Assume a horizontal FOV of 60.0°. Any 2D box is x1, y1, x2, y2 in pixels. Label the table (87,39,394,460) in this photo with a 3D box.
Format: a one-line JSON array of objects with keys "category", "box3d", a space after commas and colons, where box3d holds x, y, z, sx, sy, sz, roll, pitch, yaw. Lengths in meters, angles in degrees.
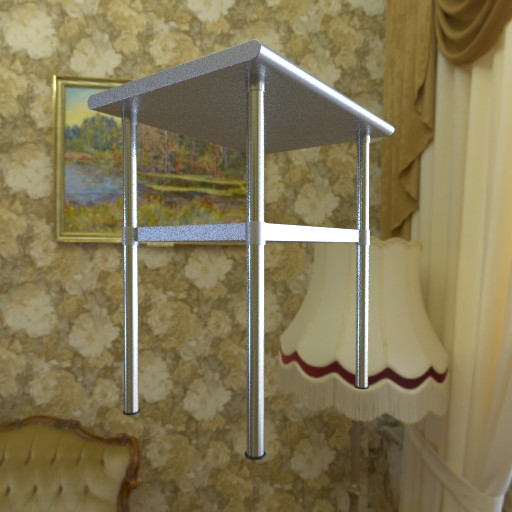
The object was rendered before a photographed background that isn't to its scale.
[{"category": "table", "box3d": [0.000, 0.000, 1.352, 0.584, 0.876, 0.762, 1, 2, 36]}]
